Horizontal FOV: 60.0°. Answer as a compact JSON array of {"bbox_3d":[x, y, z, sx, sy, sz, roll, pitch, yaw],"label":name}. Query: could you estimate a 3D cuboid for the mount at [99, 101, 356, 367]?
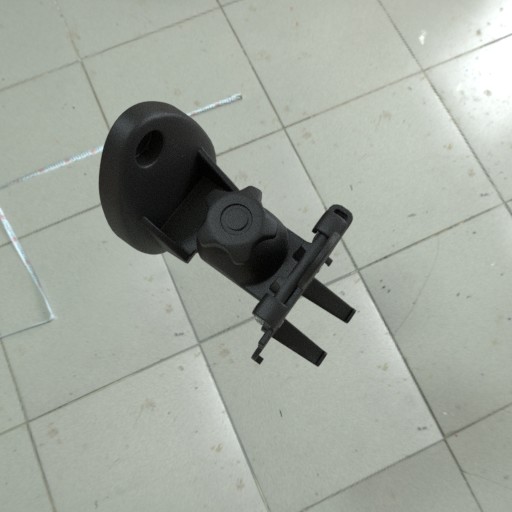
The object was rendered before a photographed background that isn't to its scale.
[{"bbox_3d":[0.000,0.000,0.176,0.100,0.118,0.066,35,79,8],"label":"mount"}]
